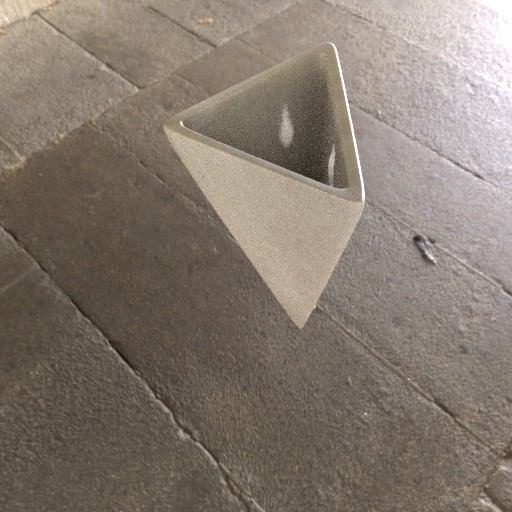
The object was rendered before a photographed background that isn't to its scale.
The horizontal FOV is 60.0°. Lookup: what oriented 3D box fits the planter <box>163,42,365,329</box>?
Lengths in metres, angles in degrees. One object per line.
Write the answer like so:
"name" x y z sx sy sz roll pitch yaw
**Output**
"planter" 0.000 0.000 0.280 0.081 0.224 0.101 -1 57 -1
